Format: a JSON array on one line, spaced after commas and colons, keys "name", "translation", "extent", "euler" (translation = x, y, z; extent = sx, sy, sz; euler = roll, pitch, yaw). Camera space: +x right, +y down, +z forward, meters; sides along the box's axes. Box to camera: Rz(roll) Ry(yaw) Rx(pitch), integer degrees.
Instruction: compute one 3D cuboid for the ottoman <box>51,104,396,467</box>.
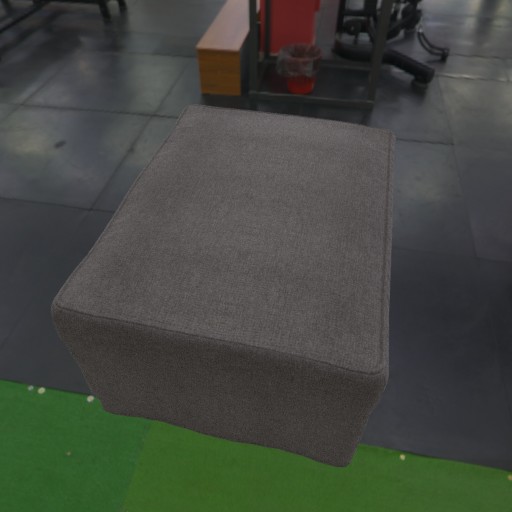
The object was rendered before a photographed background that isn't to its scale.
[{"name": "ottoman", "translation": [0.000, 0.000, 1.195], "extent": [0.652, 0.492, 0.833], "euler": [10, 47, 9]}]
